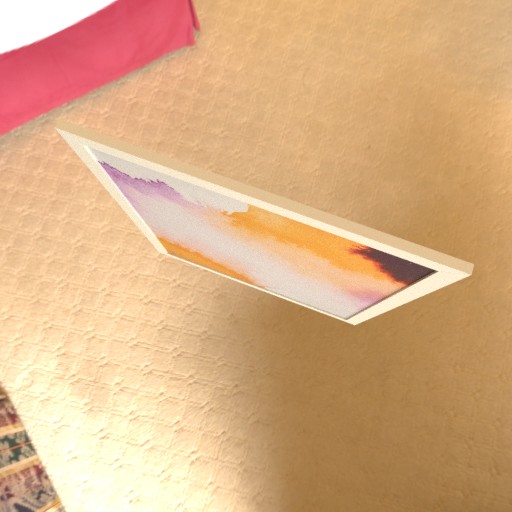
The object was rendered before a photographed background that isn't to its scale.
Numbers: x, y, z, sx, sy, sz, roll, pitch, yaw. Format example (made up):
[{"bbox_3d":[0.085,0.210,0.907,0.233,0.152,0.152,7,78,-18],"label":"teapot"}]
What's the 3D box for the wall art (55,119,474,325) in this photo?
[{"bbox_3d":[0.000,0.000,0.751,0.482,0.557,0.012,20,77,5],"label":"wall art"}]
